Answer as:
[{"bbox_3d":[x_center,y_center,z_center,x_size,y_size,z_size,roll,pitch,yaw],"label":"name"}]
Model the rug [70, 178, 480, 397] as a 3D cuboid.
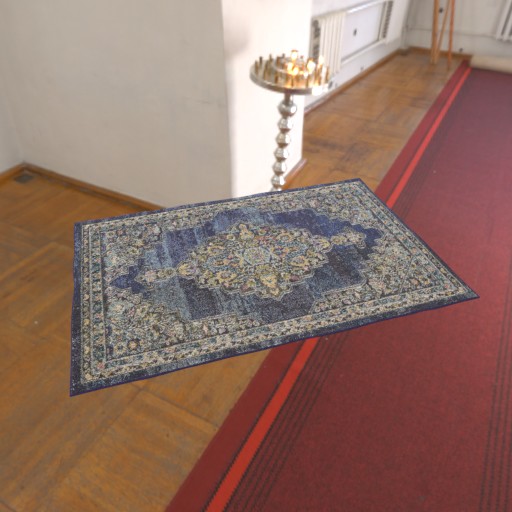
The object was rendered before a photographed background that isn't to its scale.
[{"bbox_3d":[0.000,0.000,2.255,1.781,0.012,1.184,-11,40,-13],"label":"rug"}]
